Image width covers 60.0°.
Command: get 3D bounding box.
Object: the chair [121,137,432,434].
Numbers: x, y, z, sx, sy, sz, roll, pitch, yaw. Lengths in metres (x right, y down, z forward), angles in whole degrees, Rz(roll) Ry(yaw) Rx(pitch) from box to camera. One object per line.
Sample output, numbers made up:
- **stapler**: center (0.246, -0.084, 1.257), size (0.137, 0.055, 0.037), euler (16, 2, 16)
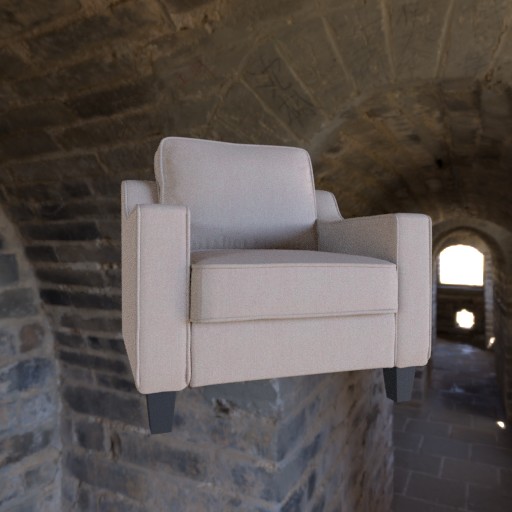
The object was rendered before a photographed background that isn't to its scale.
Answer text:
- **chair**: center (0.000, 0.000, 1.641), size (0.922, 0.948, 0.882), euler (0, 0, -19)
